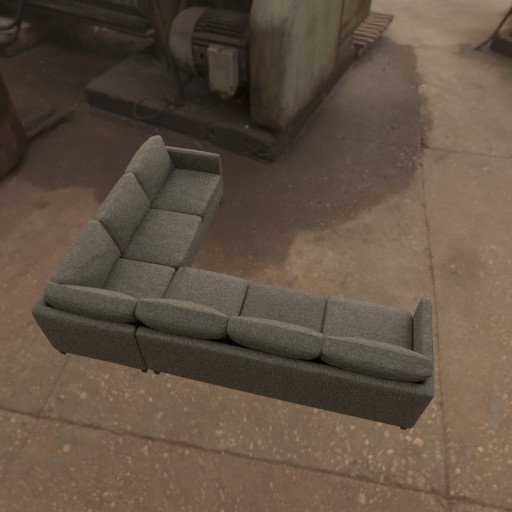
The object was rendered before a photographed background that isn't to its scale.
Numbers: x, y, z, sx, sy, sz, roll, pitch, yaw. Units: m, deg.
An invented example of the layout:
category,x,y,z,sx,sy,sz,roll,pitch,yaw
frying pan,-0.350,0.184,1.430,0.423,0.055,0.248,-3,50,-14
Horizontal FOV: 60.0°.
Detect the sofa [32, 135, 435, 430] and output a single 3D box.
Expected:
category,x,y,z,sx,sy,sz,roll,pitch,yaw
sofa,0.000,0.000,4.445,3.302,0.947,2.593,10,48,9
